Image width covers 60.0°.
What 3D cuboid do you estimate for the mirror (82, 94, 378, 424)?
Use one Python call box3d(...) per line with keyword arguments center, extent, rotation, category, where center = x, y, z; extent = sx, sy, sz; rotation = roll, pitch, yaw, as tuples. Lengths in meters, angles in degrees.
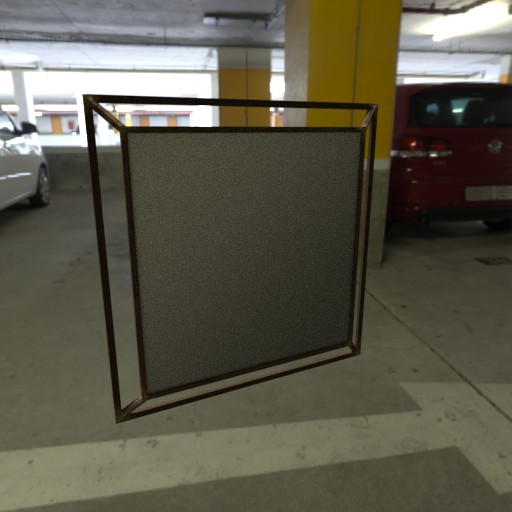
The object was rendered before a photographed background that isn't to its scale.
box3d(center=(0.000, 0.000, 0.914), extent=(0.610, 0.610, 0.032), rotation=(-8, 18, -26), category="mirror")
